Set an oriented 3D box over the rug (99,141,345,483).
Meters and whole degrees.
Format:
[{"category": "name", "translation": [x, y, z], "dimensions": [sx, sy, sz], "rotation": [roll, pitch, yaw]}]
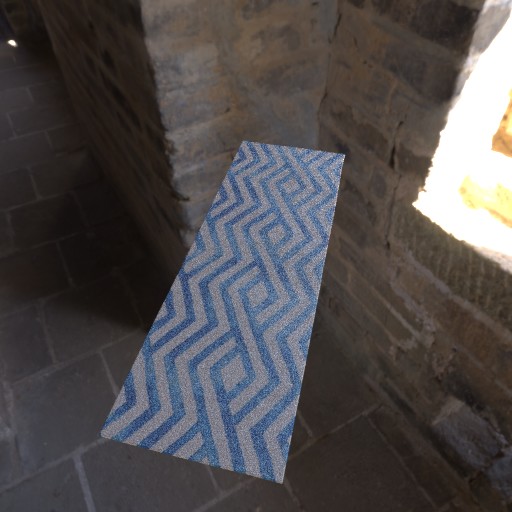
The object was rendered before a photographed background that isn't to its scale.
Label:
[{"category": "rug", "translation": [0.000, 0.000, 1.644], "dimensions": [0.503, 0.007, 1.492], "rotation": [10, 47, 9]}]
